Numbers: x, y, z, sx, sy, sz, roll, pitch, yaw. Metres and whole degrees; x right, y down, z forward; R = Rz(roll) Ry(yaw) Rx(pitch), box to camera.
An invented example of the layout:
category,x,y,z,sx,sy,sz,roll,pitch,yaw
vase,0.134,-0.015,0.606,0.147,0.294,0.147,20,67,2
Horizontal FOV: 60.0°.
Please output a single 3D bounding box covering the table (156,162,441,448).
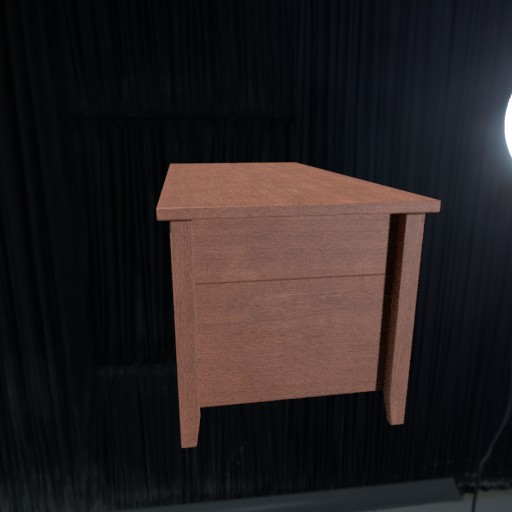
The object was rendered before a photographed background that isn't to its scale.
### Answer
category,x,y,z,sx,sy,sz,roll,pitch,yaw
table,0.000,0.000,1.273,0.483,0.457,1.016,-3,16,-9
